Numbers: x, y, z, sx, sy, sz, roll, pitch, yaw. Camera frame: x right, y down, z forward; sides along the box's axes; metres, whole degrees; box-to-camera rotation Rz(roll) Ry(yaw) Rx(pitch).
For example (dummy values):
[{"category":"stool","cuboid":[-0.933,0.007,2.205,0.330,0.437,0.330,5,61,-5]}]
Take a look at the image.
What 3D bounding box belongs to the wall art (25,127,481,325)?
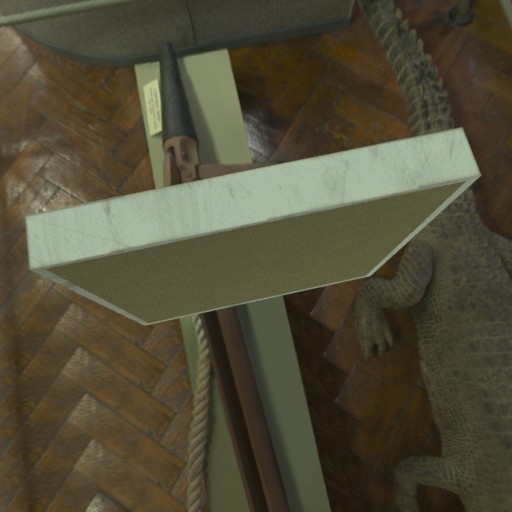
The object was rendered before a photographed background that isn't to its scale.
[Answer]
[{"category":"wall art","cuboid":[0.000,0.000,0.443,0.305,0.303,0.038,-12,75,-3]}]
